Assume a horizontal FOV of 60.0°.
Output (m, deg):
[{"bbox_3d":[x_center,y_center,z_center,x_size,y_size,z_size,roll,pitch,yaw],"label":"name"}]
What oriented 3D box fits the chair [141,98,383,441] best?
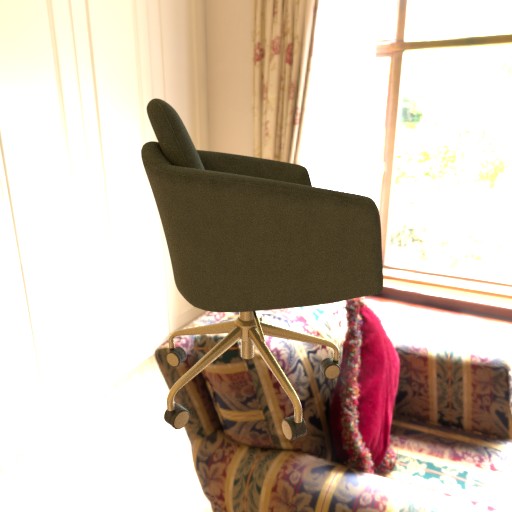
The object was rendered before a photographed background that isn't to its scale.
[{"bbox_3d":[0.000,0.000,1.373,0.635,0.908,0.641,-3,18,-9],"label":"chair"}]
